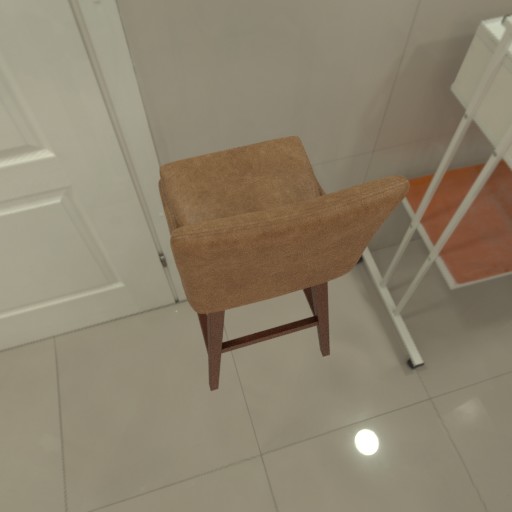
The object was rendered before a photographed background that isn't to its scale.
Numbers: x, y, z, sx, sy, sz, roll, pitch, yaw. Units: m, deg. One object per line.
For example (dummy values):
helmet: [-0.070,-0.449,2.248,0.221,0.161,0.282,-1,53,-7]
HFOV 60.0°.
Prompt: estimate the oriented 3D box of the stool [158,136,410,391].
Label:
stool: [0.000,0.000,1.373,0.487,1.079,0.572,-15,59,-9]
